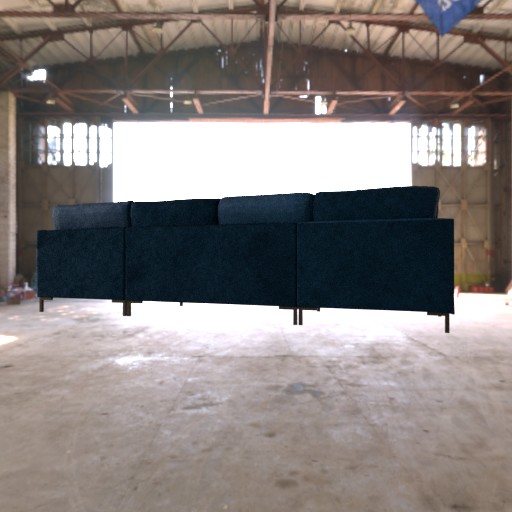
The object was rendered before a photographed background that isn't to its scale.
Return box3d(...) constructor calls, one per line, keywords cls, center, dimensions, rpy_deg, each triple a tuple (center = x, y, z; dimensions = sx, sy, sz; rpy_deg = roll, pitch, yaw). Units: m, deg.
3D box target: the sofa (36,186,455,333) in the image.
box3d(cls="sofa", center=(0.000, 0.000, 4.318), dimensions=(3.434, 0.992, 2.055), rpy_deg=(0, 0, 20))
